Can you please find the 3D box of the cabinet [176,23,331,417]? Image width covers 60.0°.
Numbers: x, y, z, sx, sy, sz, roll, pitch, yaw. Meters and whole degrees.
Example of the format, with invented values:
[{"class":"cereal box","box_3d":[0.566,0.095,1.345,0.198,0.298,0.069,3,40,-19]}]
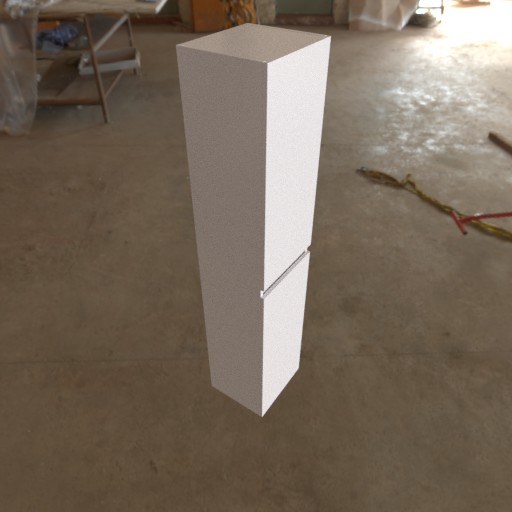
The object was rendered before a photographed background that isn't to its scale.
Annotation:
[{"class":"cabinet","box_3d":[0.000,0.000,1.559,0.269,1.400,0.300,24,44,26]}]
